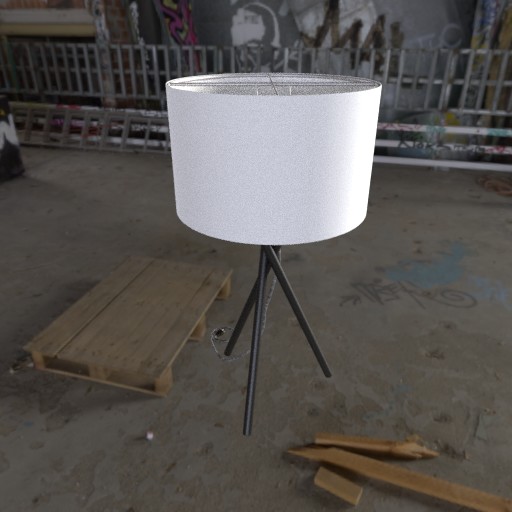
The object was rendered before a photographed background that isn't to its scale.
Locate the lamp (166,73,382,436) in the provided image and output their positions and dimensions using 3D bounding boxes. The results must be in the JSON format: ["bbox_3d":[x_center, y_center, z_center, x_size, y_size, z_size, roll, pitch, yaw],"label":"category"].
[{"bbox_3d":[0.000,0.000,0.912,0.422,0.674,0.353,18,32,31],"label":"lamp"}]
